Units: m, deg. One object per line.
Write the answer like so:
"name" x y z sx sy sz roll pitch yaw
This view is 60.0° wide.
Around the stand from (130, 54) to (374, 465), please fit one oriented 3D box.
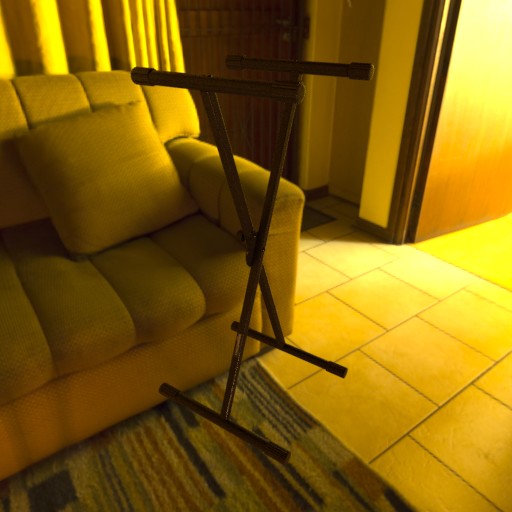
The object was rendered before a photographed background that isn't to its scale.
"stand" 0.000 0.000 1.182 0.449 0.940 0.409 18 34 29
